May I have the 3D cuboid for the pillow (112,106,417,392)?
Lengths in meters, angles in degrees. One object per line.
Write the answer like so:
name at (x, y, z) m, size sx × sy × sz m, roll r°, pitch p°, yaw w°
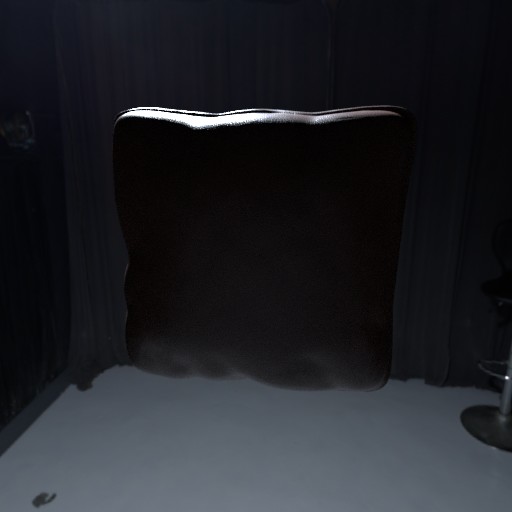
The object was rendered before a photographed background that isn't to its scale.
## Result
pillow at (0.000, 0.000, 0.821) m, size 0.532 × 0.523 × 0.236 m, roll 2°, pitch 16°, yaw 8°
